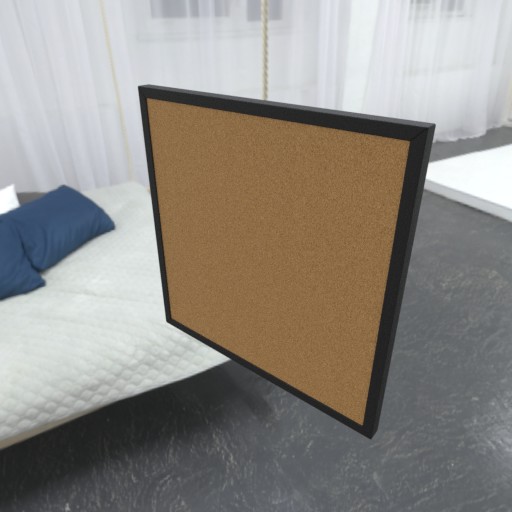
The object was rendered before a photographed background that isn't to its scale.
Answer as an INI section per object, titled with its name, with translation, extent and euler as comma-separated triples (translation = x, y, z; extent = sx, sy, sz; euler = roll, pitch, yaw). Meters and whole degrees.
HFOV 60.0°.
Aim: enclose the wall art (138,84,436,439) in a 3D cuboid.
[wall art]
translation = 0.000, 0.000, 1.138
extent = 0.763, 0.763, 0.037
euler = 21, 35, 33
